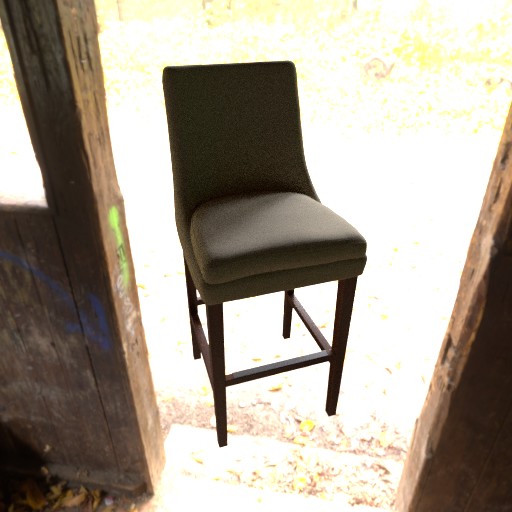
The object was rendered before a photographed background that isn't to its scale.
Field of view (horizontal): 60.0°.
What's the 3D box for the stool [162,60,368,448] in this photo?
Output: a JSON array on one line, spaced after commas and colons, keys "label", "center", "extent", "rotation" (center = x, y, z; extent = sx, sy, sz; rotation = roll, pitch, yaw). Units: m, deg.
[{"label": "stool", "center": [0.000, 0.000, 1.414], "extent": [0.470, 1.078, 0.577], "rotation": [-10, 33, -16]}]
